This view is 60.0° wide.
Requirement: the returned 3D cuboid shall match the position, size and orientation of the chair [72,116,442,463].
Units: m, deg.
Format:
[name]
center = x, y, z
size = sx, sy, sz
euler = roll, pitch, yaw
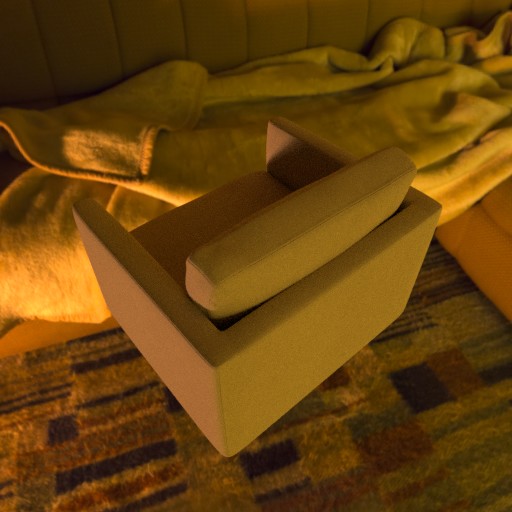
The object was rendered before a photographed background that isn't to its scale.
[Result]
[chair]
center = 0.000, 0.000, 1.854
size = 1.107, 0.961, 0.959
euler = -31, 53, -27
